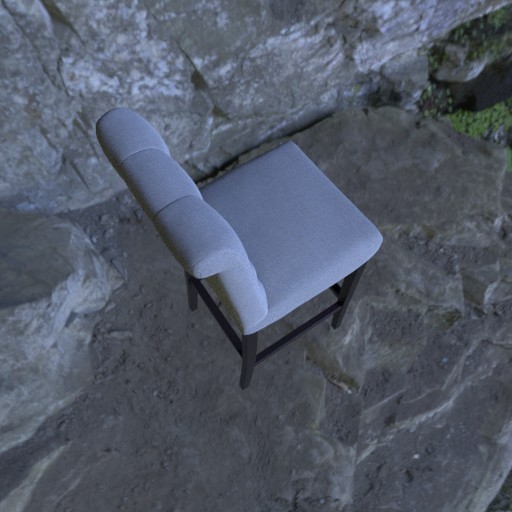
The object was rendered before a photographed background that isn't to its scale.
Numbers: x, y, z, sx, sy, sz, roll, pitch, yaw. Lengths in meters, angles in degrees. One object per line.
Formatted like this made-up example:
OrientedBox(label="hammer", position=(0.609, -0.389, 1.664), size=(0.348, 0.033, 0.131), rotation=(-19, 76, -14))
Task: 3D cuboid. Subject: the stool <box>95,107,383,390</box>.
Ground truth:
OrientedBox(label="stool", position=(0.000, 0.000, 1.452), size=(0.601, 1.140, 0.493), rotation=(-30, 64, -16))
